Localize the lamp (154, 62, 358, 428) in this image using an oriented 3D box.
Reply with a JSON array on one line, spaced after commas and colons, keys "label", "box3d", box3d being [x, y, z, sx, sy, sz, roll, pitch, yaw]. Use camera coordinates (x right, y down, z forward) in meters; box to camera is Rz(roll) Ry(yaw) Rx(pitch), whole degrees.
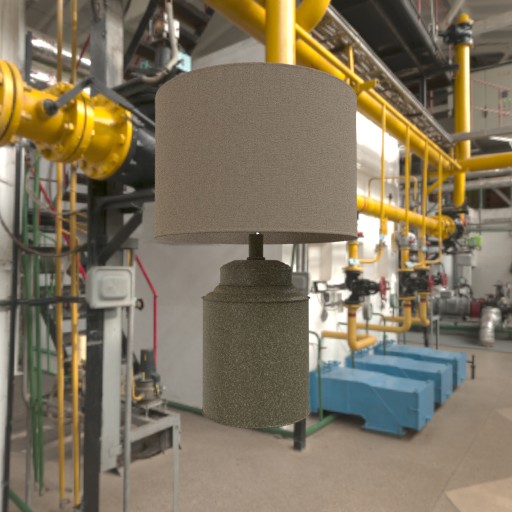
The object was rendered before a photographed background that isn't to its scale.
[{"label": "lamp", "box3d": [0.000, 0.000, 0.710, 0.318, 0.486, 0.318, 0, -1, 0]}]
